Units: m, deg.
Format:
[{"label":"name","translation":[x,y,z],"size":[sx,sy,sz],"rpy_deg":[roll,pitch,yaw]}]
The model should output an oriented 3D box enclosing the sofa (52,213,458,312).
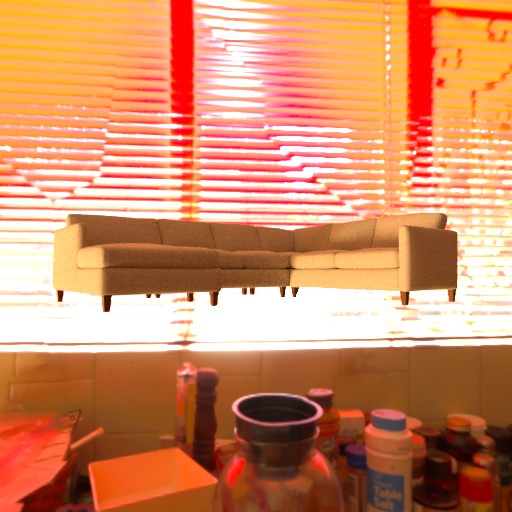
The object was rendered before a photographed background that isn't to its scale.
[{"label":"sofa","translation":[0.000,0.000,4.651],"size":[3.460,0.961,2.594],"rpy_deg":[2,-3,-37]}]
